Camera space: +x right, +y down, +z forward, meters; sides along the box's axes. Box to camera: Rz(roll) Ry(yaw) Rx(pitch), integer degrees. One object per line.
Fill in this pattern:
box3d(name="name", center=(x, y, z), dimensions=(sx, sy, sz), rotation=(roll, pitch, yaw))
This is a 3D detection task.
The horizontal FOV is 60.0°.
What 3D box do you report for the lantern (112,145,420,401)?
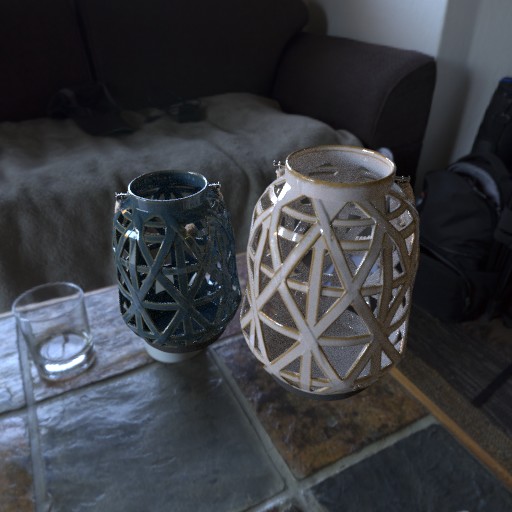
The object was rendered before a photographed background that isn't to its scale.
box3d(name="lantern", center=(0.000, 0.000, 0.625), dimensions=(0.439, 0.307, 0.245), rotation=(10, 34, 15))
